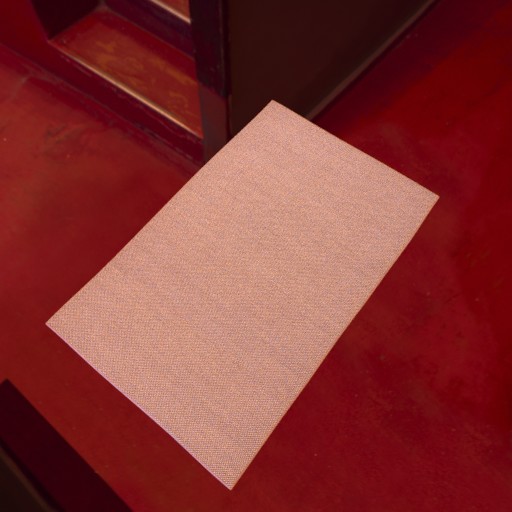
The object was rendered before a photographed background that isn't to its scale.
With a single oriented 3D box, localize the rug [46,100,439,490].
[{"bbox_3d":[0.000,0.000,2.108,1.078,0.013,1.678,35,69,15],"label":"rug"}]
